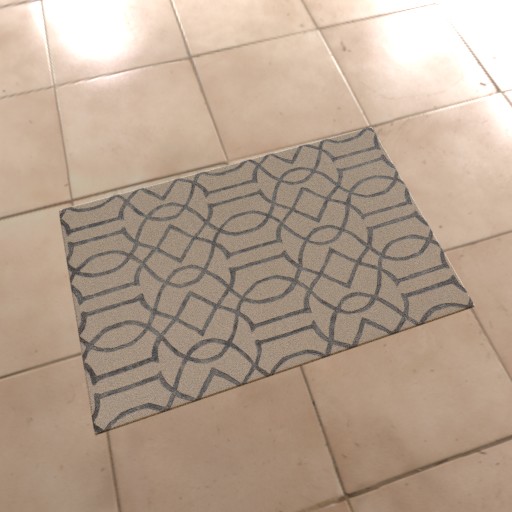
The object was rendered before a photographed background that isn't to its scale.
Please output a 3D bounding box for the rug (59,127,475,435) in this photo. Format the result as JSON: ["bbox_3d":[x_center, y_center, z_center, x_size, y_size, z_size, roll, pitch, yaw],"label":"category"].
[{"bbox_3d":[0.000,0.000,2.902,2.365,0.017,1.521,-17,65,-8],"label":"rug"}]
